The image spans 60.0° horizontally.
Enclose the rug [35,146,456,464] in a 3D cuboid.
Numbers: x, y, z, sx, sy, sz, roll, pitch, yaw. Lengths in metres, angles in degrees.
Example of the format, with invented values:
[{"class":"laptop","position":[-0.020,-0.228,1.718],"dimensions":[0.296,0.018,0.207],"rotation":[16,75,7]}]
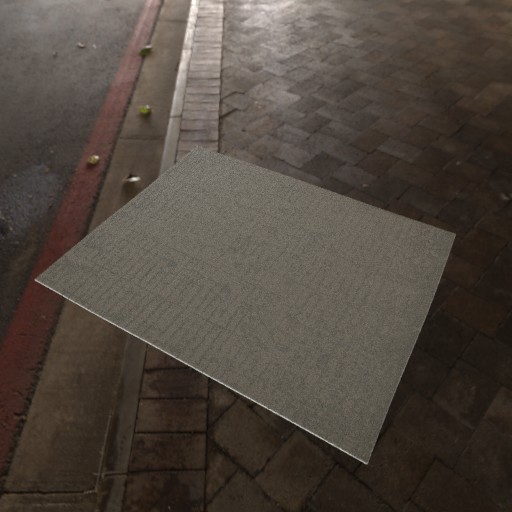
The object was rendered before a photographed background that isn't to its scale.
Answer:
[{"class":"rug","position":[0.000,0.000,4.058],"dimensions":[3.061,0.014,2.447],"rotation":[23,51,20]}]
